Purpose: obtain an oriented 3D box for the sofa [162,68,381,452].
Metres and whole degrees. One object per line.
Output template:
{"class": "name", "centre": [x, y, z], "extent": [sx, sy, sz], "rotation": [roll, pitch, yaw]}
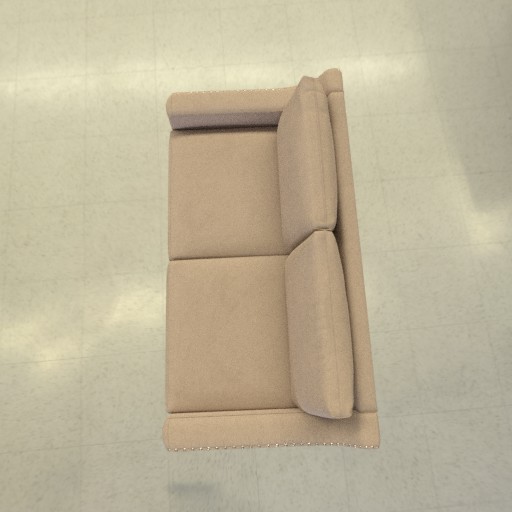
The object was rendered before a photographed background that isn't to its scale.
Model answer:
{"class": "sofa", "centre": [0.000, 0.000, 2.489], "extent": [1.030, 0.901, 1.967], "rotation": [-2, 75, -1]}
